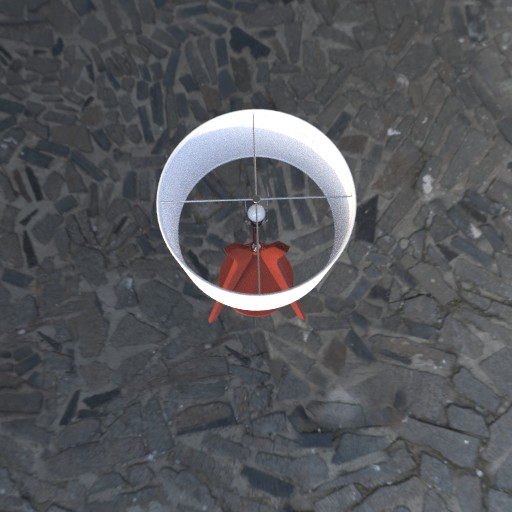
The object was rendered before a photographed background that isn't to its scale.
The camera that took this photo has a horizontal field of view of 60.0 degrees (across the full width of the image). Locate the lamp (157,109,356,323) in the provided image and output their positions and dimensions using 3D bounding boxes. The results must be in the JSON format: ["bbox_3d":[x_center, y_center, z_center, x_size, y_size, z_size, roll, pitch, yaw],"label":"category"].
[{"bbox_3d":[0.000,0.000,1.771,0.539,1.472,0.542,-2,77,0],"label":"lamp"}]
